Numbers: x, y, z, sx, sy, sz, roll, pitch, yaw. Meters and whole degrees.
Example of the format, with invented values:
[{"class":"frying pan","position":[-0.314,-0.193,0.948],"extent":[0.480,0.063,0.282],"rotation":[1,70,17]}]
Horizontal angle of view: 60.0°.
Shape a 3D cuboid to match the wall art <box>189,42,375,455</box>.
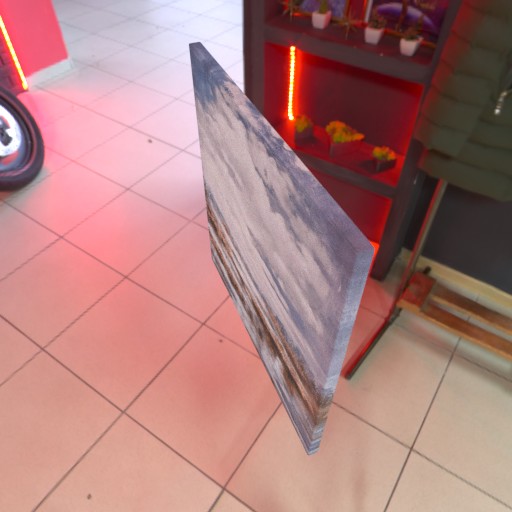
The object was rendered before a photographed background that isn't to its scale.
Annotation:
[{"class":"wall art","position":[0.000,0.000,1.481],"extent":[0.040,1.020,1.010],"rotation":[-17,49,-16]}]
